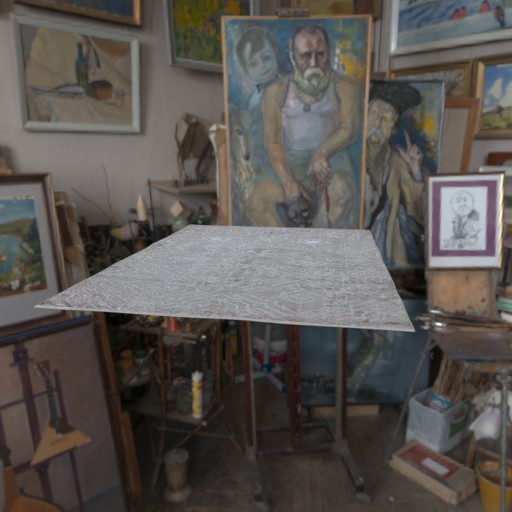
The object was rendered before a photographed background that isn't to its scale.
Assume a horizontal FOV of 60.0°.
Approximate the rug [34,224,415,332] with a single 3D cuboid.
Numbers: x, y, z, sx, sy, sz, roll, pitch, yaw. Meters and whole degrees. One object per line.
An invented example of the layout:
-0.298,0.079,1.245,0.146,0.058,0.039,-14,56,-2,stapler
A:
0.000,0.000,4.366,2.448,0.020,3.359,2,14,9,rug
